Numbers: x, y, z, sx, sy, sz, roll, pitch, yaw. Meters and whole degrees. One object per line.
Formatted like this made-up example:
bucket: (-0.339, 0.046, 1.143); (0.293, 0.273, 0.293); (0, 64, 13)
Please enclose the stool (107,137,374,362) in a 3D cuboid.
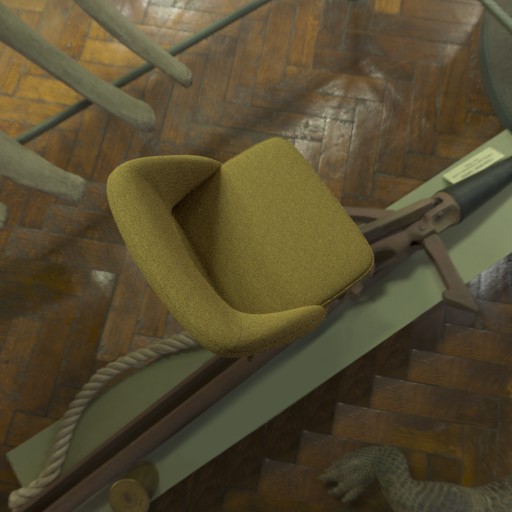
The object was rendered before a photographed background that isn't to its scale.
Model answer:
stool: (0.000, 0.000, 1.293); (0.522, 0.939, 0.536); (-33, 78, -8)
